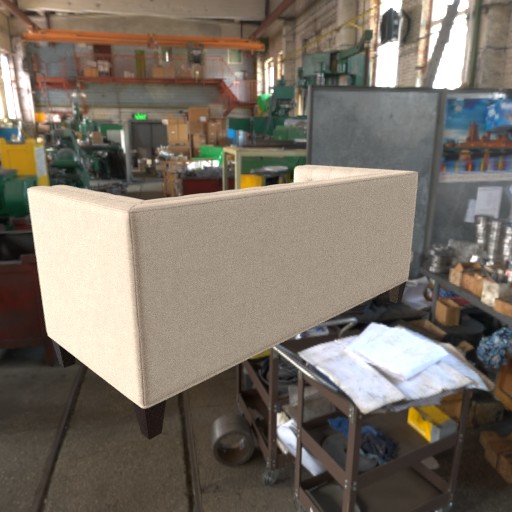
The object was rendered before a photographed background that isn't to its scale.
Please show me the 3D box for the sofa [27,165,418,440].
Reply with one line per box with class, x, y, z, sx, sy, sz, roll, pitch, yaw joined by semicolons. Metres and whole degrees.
sofa;0.000;0.000;2.178;0.775;0.762;1.778;15;21;42
